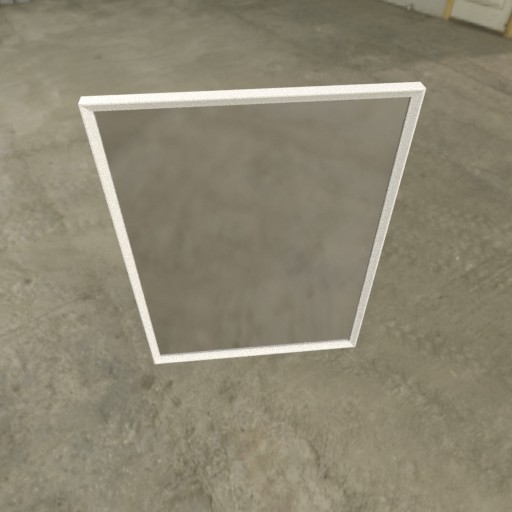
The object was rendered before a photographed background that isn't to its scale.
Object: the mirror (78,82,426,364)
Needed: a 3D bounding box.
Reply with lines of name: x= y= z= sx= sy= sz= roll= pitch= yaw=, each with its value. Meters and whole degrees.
mirror: x=0.000 y=0.000 z=1.335 sx=0.762 sy=1.016 sz=0.041 roll=-4 pitch=45 yaw=-4
